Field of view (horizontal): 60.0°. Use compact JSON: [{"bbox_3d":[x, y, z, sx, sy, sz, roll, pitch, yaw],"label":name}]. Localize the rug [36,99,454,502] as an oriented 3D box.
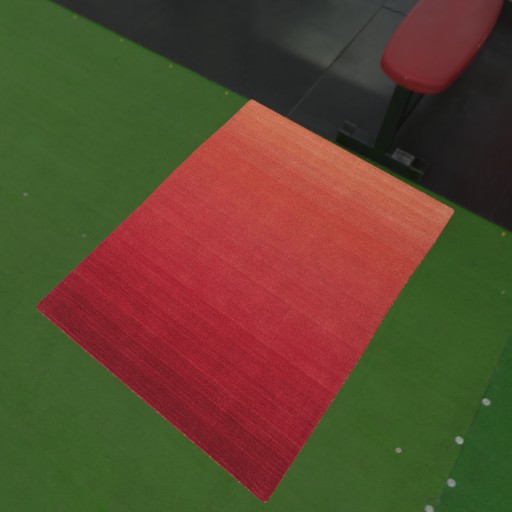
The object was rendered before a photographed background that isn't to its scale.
[{"bbox_3d":[0.000,0.000,3.805,2.340,0.028,2.905,34,68,16],"label":"rug"}]
